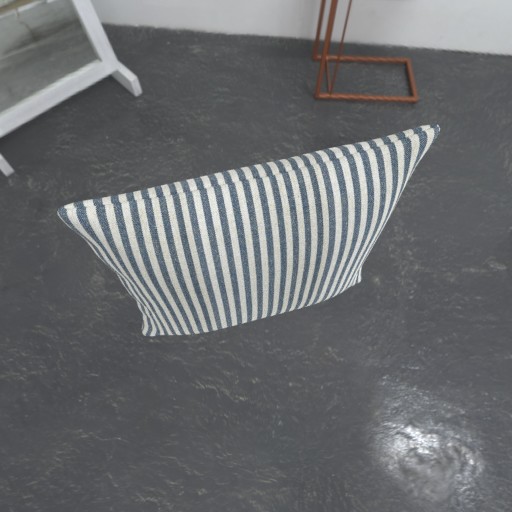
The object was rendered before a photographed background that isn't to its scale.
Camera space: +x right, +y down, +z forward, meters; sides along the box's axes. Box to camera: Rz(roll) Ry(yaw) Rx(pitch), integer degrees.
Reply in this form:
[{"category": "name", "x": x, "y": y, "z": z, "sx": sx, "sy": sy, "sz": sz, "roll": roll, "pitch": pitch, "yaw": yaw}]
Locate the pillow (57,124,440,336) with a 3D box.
[{"category": "pillow", "x": 0.000, "y": 0.000, "z": 0.800, "sx": 0.523, "sy": 0.510, "sz": 0.166, "roll": -14, "pitch": 65, "yaw": -7}]
